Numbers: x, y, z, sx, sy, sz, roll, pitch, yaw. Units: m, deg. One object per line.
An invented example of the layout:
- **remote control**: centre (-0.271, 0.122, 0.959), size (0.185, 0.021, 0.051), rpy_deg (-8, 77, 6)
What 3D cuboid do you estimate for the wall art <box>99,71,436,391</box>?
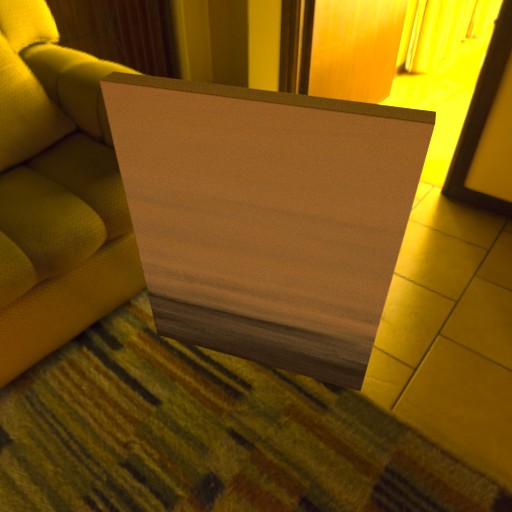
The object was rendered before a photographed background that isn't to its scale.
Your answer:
- **wall art**: centre (0.000, 0.000, 0.829), size (0.489, 0.608, 0.040), rpy_deg (12, 43, 14)
